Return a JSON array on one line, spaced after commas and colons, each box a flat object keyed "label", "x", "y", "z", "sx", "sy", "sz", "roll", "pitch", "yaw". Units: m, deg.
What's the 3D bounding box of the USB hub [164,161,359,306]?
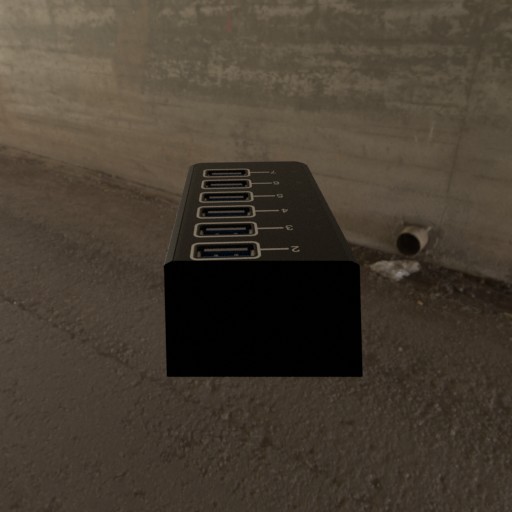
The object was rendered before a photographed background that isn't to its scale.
[{"label": "USB hub", "x": 0.000, "y": 0.000, "z": 0.126, "sx": 0.044, "sy": 0.023, "sz": 0.110, "roll": -2, "pitch": 29, "yaw": -3}]
